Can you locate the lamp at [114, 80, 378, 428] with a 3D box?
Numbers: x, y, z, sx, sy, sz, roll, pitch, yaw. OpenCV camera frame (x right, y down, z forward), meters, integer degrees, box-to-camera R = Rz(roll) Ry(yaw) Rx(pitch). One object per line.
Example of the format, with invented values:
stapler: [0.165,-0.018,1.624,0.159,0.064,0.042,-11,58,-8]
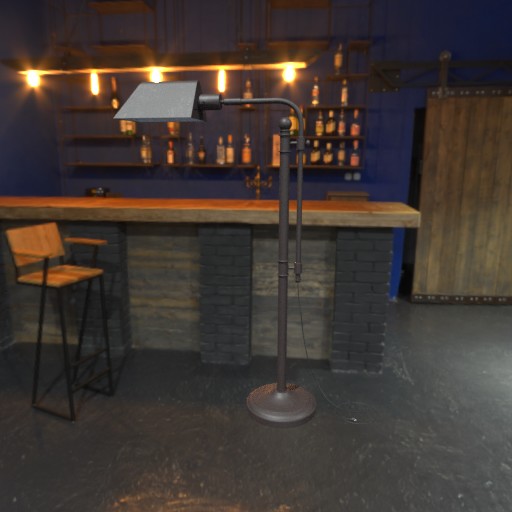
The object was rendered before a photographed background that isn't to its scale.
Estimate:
lamp: [0.000,0.000,0.944,0.545,0.708,0.159,2,13,9]
